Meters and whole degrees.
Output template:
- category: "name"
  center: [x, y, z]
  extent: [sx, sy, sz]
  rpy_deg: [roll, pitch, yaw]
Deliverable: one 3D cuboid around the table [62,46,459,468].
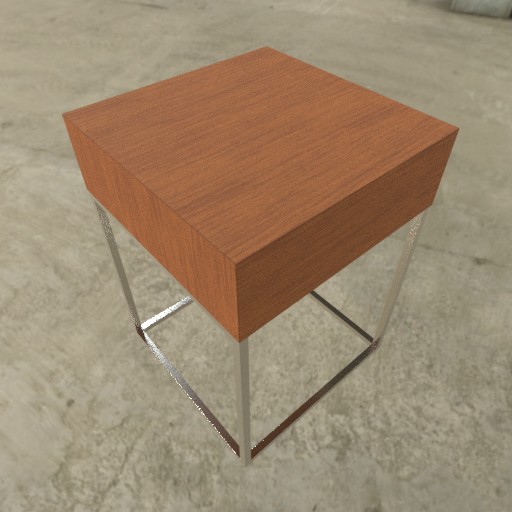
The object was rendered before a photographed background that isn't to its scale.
- category: "table"
  center: [0.000, 0.000, 0.816]
  extent: [0.397, 0.540, 0.398]
  rpy_deg: [-32, 53, -27]
